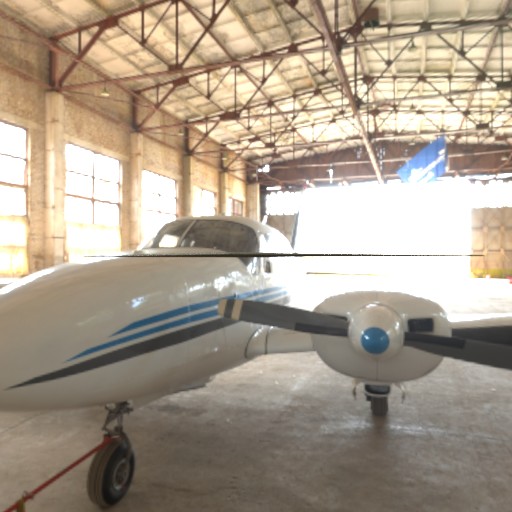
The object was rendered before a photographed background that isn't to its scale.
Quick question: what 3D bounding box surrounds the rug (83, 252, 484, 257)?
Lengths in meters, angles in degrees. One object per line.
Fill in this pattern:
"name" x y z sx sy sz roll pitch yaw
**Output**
"rug" 0.000 0.000 4.081 2.363 0.012 2.980 0 -1 -34
